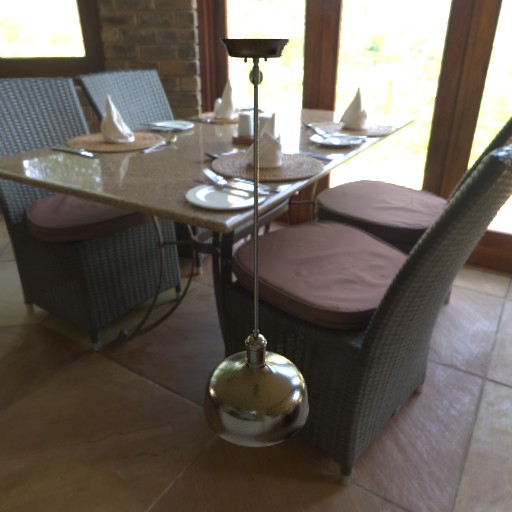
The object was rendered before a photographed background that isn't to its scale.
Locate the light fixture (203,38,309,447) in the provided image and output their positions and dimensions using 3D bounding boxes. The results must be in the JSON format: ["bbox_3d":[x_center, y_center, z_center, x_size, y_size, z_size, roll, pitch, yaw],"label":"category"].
[{"bbox_3d":[0.000,0.000,1.063,0.299,0.935,0.299,17,30,32],"label":"light fixture"}]
